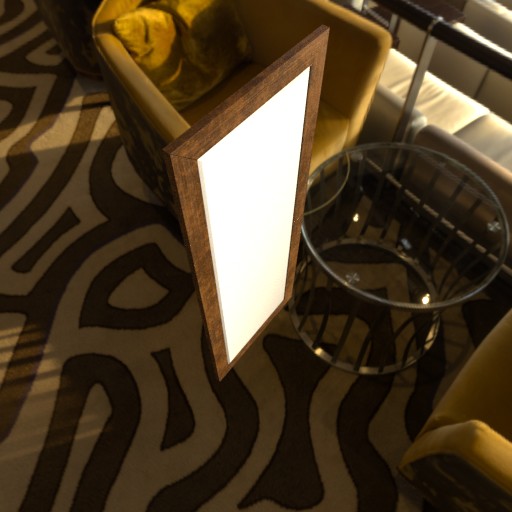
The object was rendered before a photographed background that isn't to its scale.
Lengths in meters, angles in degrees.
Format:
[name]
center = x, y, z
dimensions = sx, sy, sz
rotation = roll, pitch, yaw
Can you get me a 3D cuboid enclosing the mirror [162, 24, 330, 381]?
[mirror]
center = 0.000, 0.000, 2.262
dimensions = 0.032, 2.031, 0.812
rotation = 33, 63, 20
